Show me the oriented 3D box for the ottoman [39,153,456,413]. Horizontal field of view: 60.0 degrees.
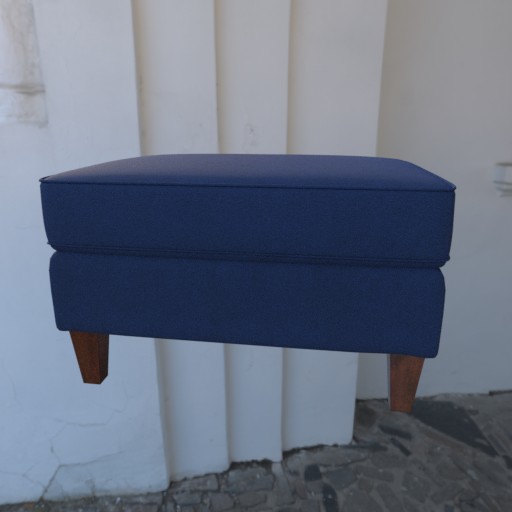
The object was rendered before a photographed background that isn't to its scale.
[{"bbox_3d":[0.000,0.000,1.342,0.965,0.584,0.686,3,17,8],"label":"ottoman"}]
